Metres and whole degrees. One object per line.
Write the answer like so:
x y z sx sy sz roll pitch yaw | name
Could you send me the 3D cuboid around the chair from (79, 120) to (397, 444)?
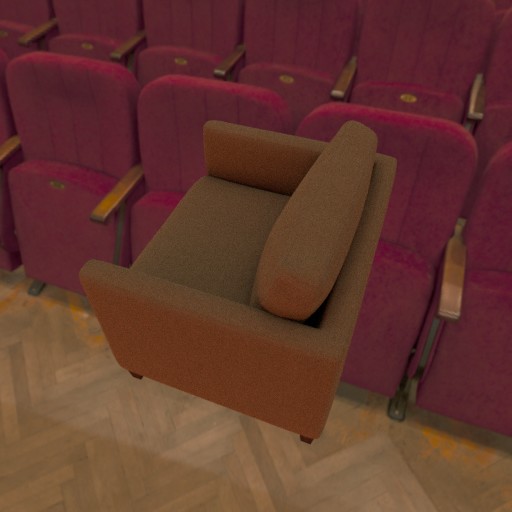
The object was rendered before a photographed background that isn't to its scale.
0.000 0.000 1.924 0.959 0.963 1.107 16 49 14 | chair
